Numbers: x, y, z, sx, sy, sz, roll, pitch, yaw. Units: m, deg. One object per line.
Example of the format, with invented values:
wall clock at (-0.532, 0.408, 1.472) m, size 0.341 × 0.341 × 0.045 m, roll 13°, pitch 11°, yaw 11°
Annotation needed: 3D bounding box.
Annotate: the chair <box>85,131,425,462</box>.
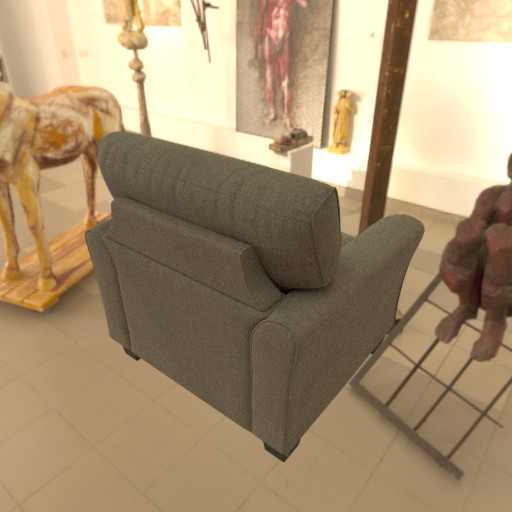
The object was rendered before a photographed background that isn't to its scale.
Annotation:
chair at (0.000, 0.000, 1.636) m, size 0.941 × 0.890 × 0.816 m, roll 22°, pitch 37°, yaw 33°
